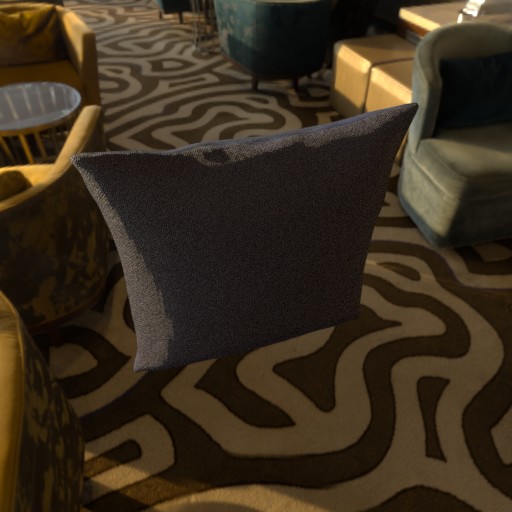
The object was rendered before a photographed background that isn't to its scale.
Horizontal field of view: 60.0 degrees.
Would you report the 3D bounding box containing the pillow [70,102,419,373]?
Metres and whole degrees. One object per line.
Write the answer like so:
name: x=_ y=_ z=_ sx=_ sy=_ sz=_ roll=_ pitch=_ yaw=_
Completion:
pillow: x=0.000 y=0.000 z=0.691 sx=0.452 sy=0.439 sz=0.204 roll=-12 pitch=44 yaw=-13
